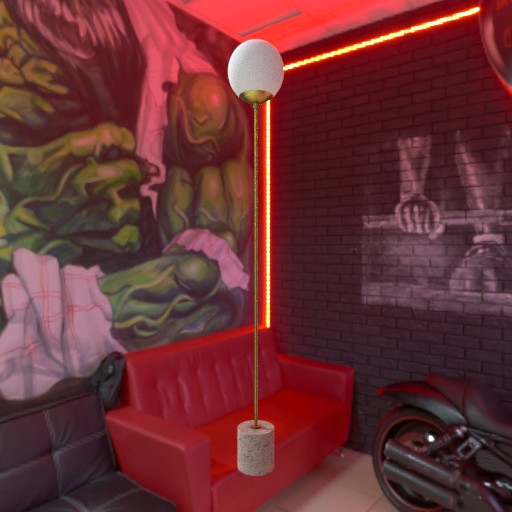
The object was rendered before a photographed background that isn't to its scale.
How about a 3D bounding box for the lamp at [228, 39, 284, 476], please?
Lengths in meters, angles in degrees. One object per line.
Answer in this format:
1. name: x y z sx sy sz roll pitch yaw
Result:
1. lamp: 0.000 0.000 1.825 0.229 1.748 0.229 0 1 -19
